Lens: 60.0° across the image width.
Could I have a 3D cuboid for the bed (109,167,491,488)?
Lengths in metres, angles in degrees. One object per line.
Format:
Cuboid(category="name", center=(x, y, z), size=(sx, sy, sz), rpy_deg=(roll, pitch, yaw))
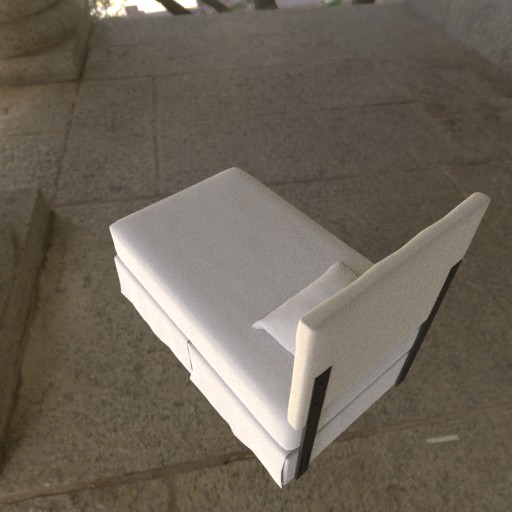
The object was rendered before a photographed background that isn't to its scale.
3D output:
Cuboid(category="bed", center=(0.000, 0.000, 2.818), size=(1.261, 1.571, 1.997), rpy_deg=(-31, 53, -26))
